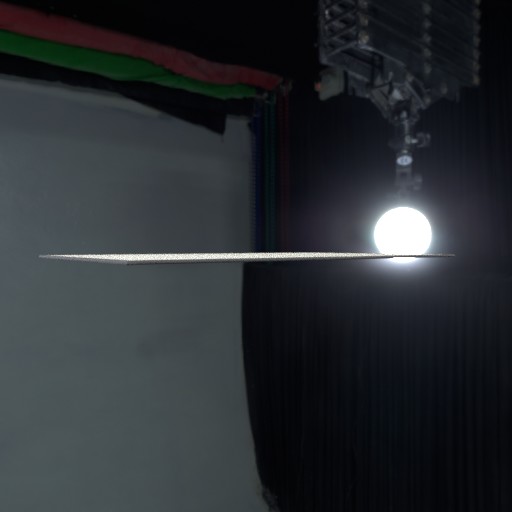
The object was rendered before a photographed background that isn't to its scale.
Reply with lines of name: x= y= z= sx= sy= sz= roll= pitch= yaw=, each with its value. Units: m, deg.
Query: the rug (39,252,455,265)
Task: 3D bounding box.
rug: x=0.000 y=0.000 z=2.100 sx=1.676 sy=0.013 sz=1.067 roll=-1 pitch=1 yaw=-38
